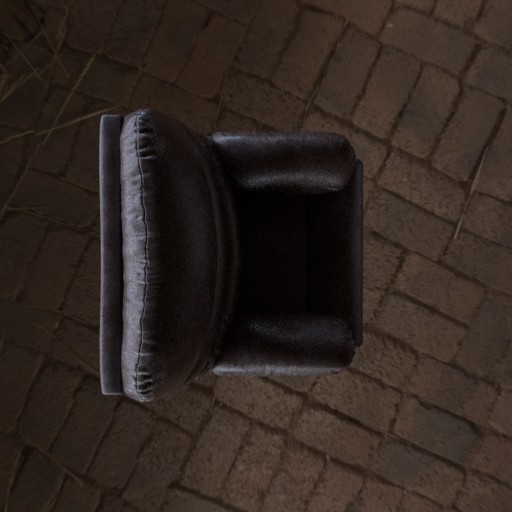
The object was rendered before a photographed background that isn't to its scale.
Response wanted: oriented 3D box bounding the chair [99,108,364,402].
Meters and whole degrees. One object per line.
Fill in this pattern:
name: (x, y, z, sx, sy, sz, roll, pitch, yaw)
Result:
chair: (0.000, 0.000, 1.678, 0.879, 1.041, 0.940, 0, 91, -1)
